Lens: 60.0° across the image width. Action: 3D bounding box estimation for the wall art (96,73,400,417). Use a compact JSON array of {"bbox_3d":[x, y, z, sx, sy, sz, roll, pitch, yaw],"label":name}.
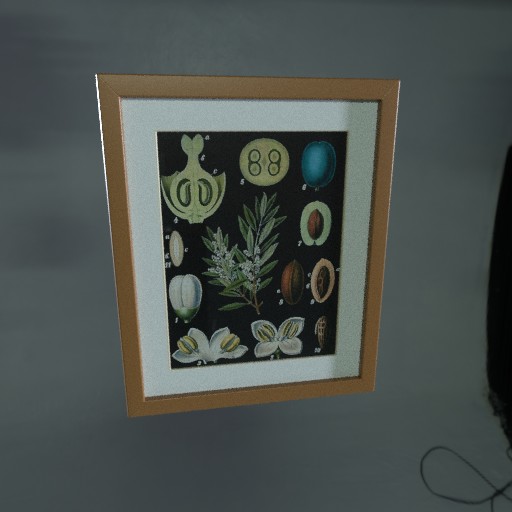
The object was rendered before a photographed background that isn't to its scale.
[{"bbox_3d":[0.000,0.000,0.503,0.310,0.379,0.015,-3,16,-10],"label":"wall art"}]
